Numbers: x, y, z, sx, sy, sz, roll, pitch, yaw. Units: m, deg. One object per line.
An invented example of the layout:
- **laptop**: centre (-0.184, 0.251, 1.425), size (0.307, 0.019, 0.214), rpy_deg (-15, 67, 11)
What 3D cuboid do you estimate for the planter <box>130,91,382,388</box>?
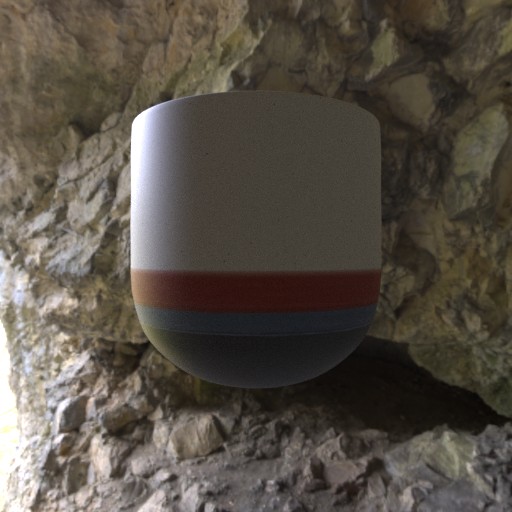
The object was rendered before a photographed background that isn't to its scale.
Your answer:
- **planter**: centre (0.000, 0.000, 0.493), size (0.268, 0.270, 0.268), rpy_deg (0, 0, 0)
